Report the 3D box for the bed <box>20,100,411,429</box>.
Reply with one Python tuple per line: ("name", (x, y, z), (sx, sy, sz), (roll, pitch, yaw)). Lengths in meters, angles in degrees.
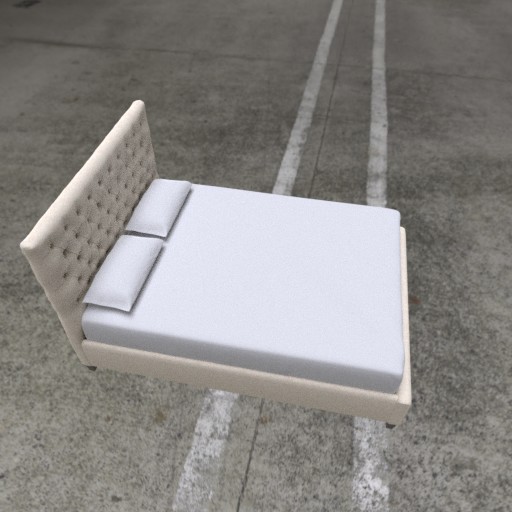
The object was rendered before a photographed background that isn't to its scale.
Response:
("bed", (0.000, 0.000, 3.352), (2.387, 1.427, 1.698), (9, 48, 8))
